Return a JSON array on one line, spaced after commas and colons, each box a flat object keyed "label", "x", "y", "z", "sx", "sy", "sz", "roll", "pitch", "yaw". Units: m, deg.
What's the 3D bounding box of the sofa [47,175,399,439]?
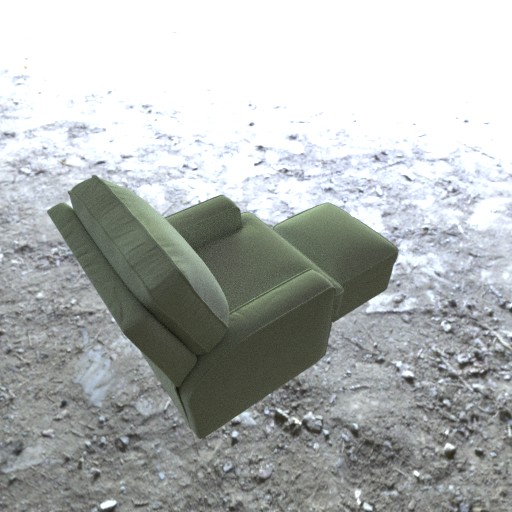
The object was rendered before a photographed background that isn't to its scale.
[{"label": "sofa", "x": 0.000, "y": 0.000, "z": 2.047, "sx": 1.472, "sy": 0.959, "sz": 0.861, "roll": -26, "pitch": 47, "yaw": -26}]
